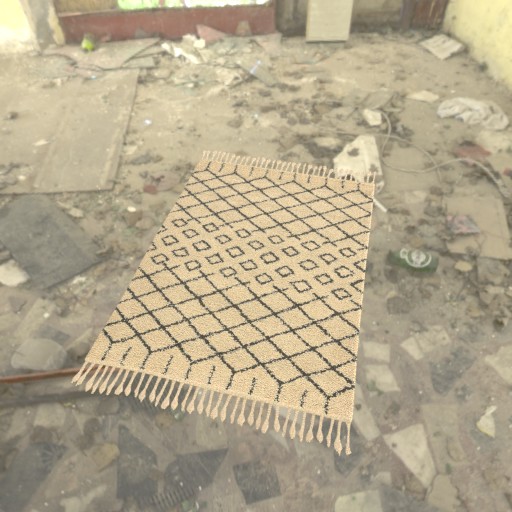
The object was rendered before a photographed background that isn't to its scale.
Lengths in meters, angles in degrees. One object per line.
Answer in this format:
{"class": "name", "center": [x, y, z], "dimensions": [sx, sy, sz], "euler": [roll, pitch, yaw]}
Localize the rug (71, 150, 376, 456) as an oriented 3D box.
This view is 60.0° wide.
{"class": "rug", "center": [0.000, 0.000, 3.342], "dimensions": [1.664, 0.029, 2.615], "euler": [10, 47, 9]}
